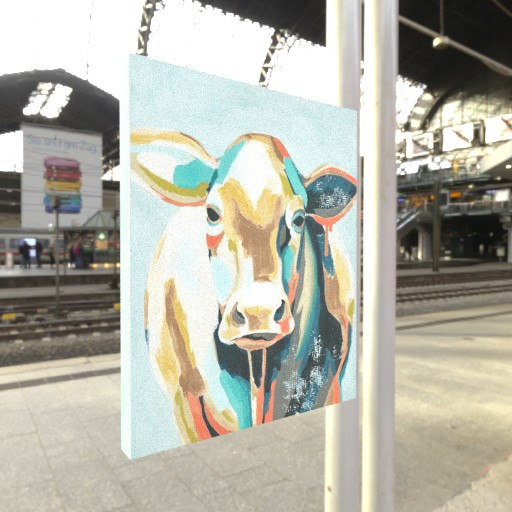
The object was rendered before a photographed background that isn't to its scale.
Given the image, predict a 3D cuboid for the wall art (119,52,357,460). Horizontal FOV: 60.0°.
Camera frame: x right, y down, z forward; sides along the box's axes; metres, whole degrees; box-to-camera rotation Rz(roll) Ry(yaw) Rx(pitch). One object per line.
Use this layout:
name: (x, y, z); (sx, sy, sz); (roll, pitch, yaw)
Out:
wall art: (0.000, 0.000, 0.684); (0.409, 0.509, 0.037); (-1, 1, -35)
